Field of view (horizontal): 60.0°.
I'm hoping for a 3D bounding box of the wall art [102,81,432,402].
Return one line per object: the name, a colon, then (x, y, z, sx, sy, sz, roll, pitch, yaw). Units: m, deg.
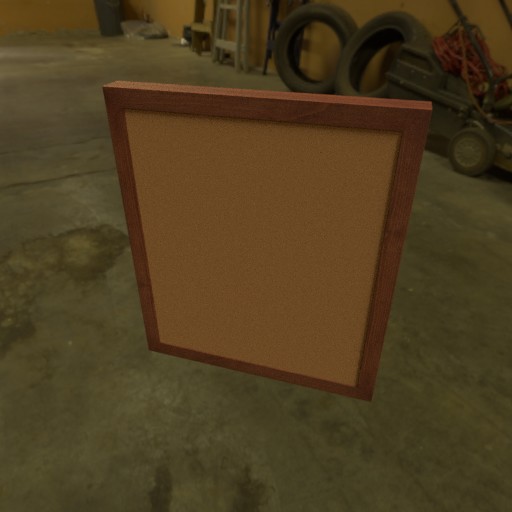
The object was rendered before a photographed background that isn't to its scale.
wall art: (0.000, 0.000, 0.541, 0.330, 0.381, 0.030, 9, 34, 14)
